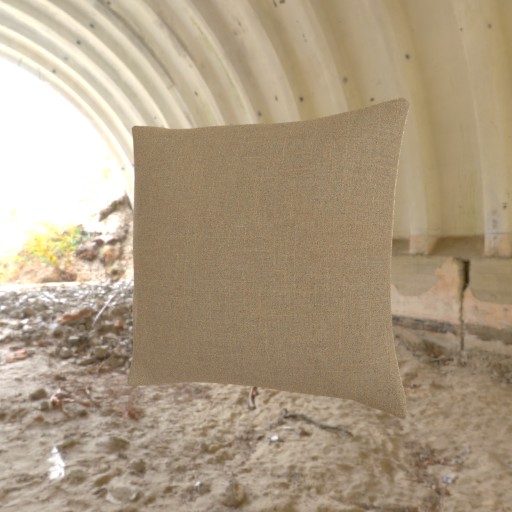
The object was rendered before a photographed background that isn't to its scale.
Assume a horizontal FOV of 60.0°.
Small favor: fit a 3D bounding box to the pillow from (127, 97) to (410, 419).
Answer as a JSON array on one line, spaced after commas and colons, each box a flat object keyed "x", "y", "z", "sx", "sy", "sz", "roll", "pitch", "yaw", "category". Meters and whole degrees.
[{"x": 0.000, "y": 0.000, "z": 0.760, "sx": 0.496, "sy": 0.491, "sz": 0.219, "roll": 0, "pitch": 1, "yaw": 18, "category": "pillow"}]
